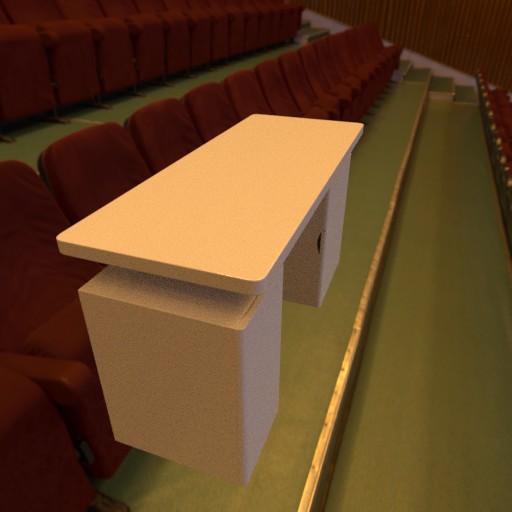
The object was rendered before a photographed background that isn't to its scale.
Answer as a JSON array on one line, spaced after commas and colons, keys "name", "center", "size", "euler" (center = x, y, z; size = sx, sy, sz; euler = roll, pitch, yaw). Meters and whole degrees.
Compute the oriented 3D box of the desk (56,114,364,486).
[{"name": "desk", "center": [0.000, 0.000, 1.763], "size": [0.550, 0.762, 1.400], "euler": [11, 32, 18]}]
